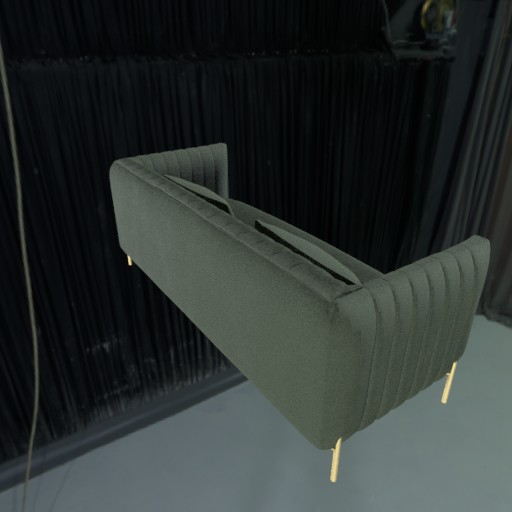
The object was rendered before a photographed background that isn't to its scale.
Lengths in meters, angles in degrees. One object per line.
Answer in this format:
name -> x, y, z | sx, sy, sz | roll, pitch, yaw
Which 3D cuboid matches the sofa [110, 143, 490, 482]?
sofa -> 0.000, 0.000, 2.441 | 0.896, 0.793, 2.137 | -18, 32, -31
